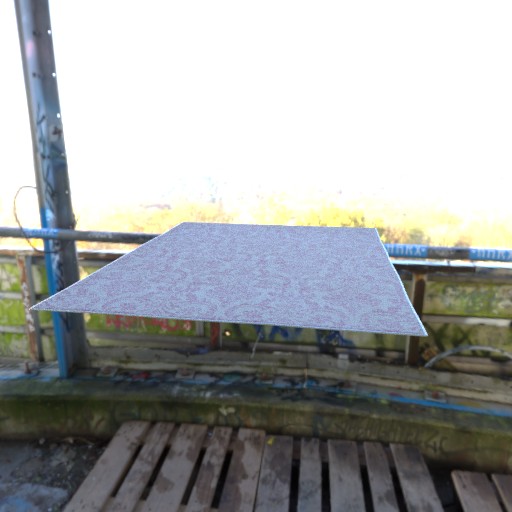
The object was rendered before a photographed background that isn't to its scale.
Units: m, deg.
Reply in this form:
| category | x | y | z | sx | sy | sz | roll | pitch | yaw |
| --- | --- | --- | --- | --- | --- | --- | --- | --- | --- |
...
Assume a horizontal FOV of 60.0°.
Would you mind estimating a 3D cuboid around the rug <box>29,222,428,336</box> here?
| category | x | y | z | sx | sy | sz | roll | pitch | yaw |
| --- | --- | --- | --- | --- | --- | --- | --- | --- | --- |
| rug | 0.000 | 0.000 | 3.979 | 2.363 | 0.012 | 2.980 | 2 | 15 | 9 |
